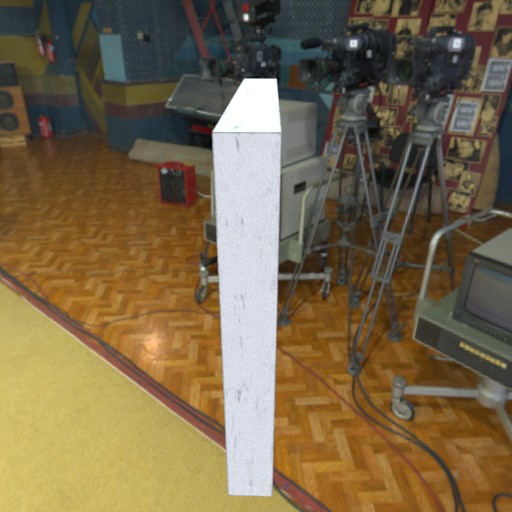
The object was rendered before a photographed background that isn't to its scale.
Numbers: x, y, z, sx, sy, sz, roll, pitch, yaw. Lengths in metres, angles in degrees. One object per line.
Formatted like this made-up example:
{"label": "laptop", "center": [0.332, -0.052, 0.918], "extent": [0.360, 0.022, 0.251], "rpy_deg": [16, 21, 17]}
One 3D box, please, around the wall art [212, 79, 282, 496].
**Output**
{"label": "wall art", "center": [0.000, 0.000, 0.445], "extent": [0.038, 0.305, 0.305], "rpy_deg": [1, 27, 2]}
